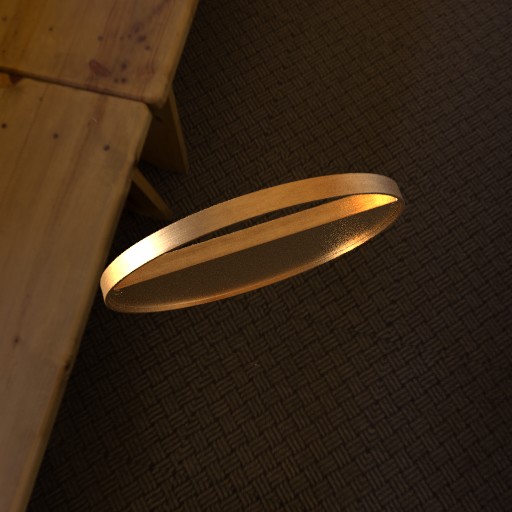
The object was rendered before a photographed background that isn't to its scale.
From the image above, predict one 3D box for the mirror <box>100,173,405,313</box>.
[{"bbox_3d":[0.000,0.000,0.842,0.565,0.565,0.032,-18,77,-4],"label":"mirror"}]
